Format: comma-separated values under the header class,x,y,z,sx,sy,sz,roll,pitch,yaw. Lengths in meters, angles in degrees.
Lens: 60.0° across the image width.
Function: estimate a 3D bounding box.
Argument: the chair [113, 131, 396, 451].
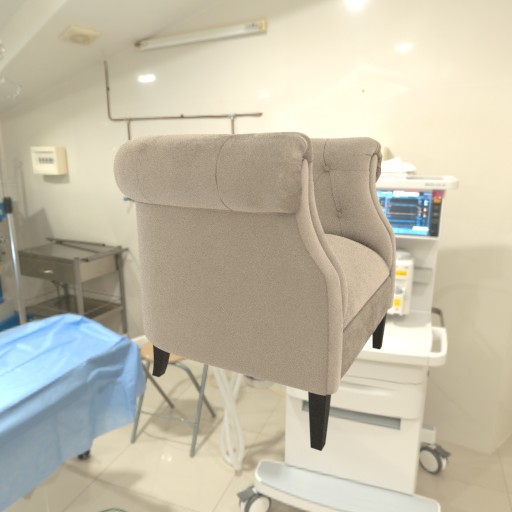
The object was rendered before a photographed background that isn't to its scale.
class,x,y,z,sx,sy,sz,roll,pitch,yaw
chair,0.000,0.000,1.568,0.851,0.826,0.904,7,16,27
